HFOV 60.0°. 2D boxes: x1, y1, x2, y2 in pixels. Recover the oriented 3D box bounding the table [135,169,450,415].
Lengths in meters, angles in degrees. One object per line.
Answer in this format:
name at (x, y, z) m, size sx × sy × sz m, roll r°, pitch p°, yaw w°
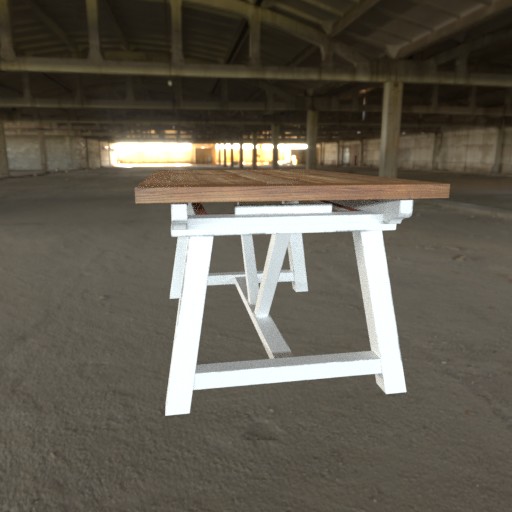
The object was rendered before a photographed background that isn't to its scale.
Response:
table at (0.000, 0.000, 2.059) m, size 0.922 × 0.743 × 1.503 m, roll -2°, pitch 13°, yaw -10°
